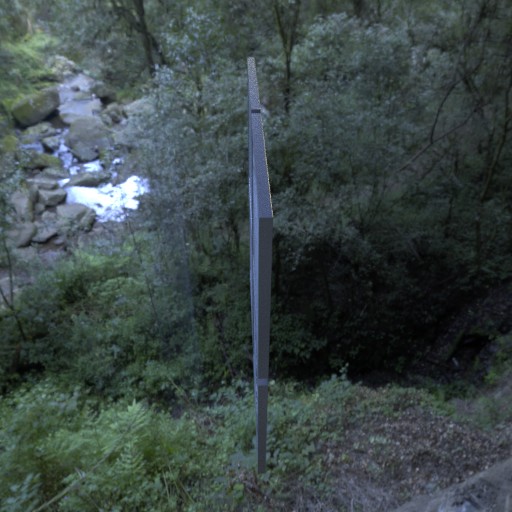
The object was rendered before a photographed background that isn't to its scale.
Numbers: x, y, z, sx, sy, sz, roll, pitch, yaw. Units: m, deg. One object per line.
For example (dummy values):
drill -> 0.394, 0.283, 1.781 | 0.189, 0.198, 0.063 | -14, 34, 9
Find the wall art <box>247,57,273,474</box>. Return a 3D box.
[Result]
wall art -> 0.000, 0.000, 1.679 | 0.029, 1.118, 1.118 | -1, 39, -2
